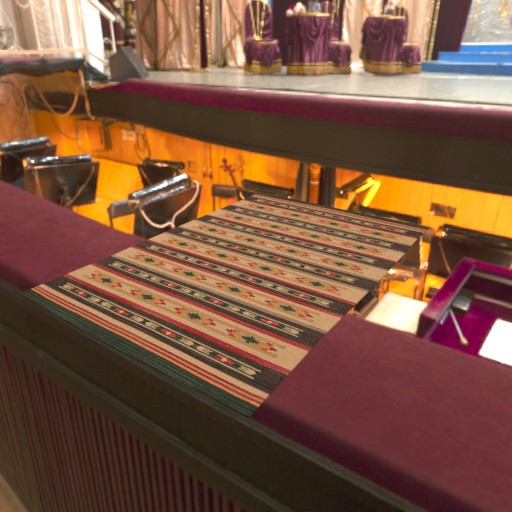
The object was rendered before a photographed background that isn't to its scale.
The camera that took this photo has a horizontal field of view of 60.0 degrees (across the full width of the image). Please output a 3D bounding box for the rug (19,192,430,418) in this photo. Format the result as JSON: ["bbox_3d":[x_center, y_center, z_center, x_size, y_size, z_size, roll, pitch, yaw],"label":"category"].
[{"bbox_3d":[0.000,0.000,2.250,1.221,0.009,1.825,17,30,31],"label":"rug"}]
